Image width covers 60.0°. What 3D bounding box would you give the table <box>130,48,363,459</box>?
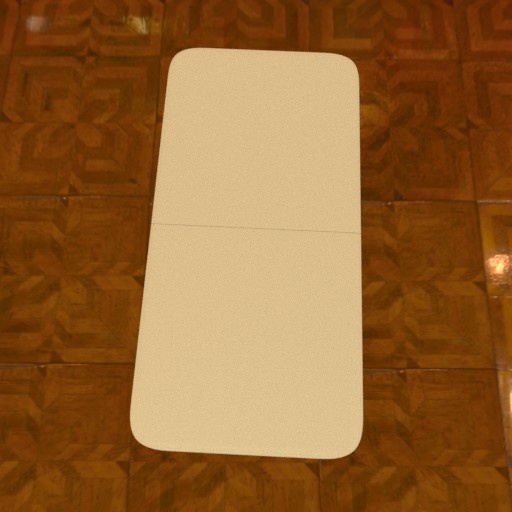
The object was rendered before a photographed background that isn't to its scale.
[{"bbox_3d":[0.000,0.000,1.645,0.611,0.737,1.245,3,75,1],"label":"table"}]
